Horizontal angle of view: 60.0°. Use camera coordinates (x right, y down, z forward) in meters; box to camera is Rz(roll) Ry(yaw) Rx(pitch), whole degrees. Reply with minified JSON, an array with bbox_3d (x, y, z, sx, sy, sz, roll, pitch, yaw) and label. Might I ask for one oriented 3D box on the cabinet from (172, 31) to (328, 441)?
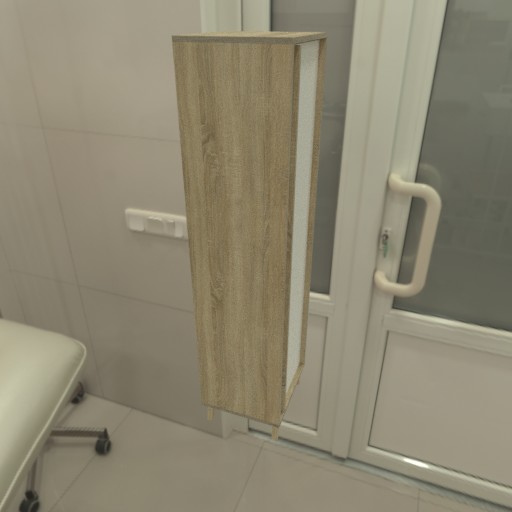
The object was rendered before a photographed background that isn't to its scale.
[{"bbox_3d":[0.000,0.000,2.186,0.450,1.960,0.510,10,30,18],"label":"cabinet"}]
